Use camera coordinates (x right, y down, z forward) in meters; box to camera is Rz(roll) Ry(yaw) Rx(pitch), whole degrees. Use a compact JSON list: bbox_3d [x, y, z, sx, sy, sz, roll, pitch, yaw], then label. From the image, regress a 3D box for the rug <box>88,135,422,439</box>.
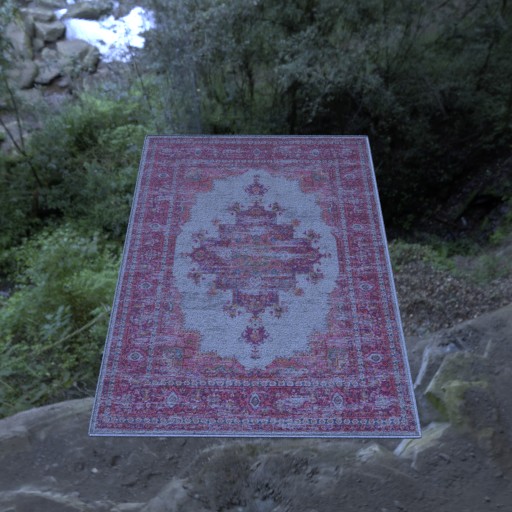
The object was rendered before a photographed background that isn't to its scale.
[{"bbox_3d":[0.000,0.000,4.056,2.447,0.017,3.123,0,58,0],"label":"rug"}]
